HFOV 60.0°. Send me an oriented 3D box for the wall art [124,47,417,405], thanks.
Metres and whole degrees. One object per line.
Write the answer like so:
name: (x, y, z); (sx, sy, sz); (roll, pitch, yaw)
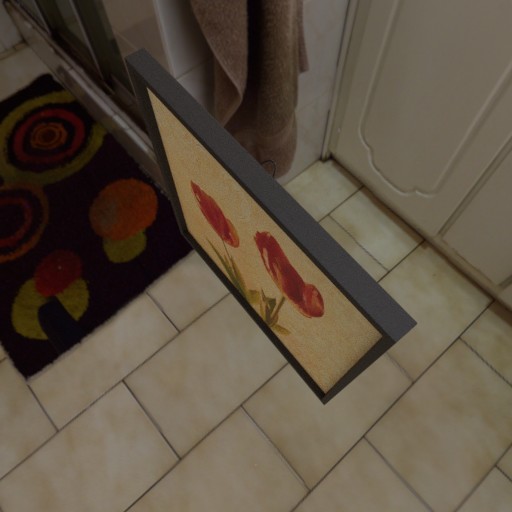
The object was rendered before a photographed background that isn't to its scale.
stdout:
wall art: (0.000, 0.000, 0.522); (0.038, 0.349, 0.349); (-36, 70, -16)
